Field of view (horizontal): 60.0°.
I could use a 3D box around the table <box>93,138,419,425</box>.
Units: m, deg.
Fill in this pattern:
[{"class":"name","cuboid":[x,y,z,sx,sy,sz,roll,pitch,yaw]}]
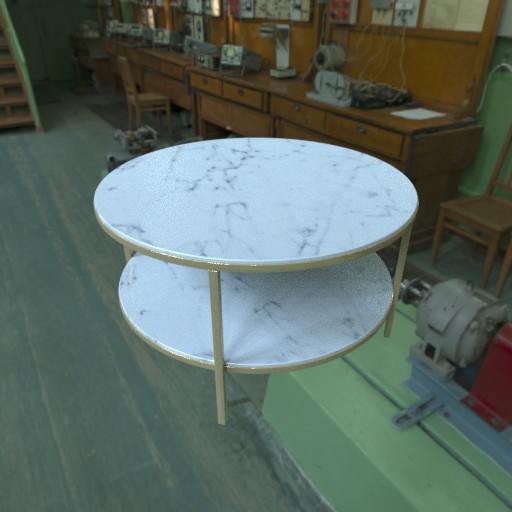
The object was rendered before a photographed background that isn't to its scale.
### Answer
[{"class":"table","cuboid":[0.000,0.000,1.254,0.800,0.450,0.800,0,31,0]}]
